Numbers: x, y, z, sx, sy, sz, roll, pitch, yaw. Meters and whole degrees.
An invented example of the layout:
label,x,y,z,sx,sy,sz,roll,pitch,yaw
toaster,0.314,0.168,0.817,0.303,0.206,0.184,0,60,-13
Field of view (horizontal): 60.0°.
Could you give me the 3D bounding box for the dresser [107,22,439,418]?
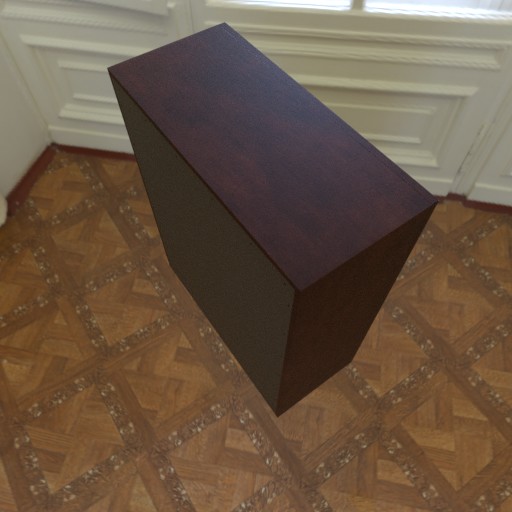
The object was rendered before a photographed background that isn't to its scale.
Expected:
label,x,y,z,sx,sy,sz,roll,pitch,yaw
dresser,0.000,0.000,2.017,0.506,1.514,1.072,-31,63,-18
